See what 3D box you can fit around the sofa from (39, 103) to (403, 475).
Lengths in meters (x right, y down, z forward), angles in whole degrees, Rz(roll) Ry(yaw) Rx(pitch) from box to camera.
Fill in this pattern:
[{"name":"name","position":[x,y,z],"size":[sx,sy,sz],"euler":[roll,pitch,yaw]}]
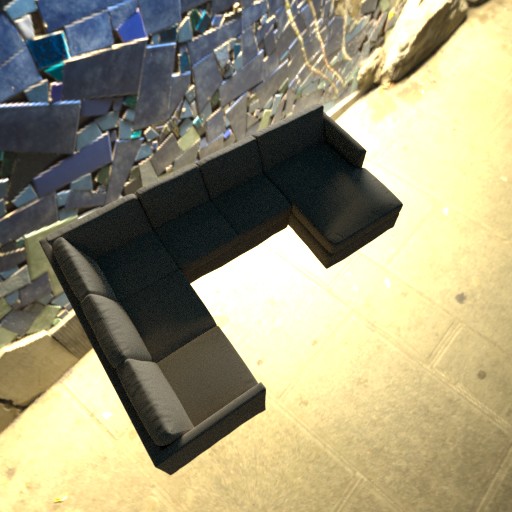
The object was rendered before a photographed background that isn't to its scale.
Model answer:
[{"name":"sofa","position":[0.000,0.000,4.482],"size":[3.460,0.882,2.427],"euler":[-31,64,-17]}]
